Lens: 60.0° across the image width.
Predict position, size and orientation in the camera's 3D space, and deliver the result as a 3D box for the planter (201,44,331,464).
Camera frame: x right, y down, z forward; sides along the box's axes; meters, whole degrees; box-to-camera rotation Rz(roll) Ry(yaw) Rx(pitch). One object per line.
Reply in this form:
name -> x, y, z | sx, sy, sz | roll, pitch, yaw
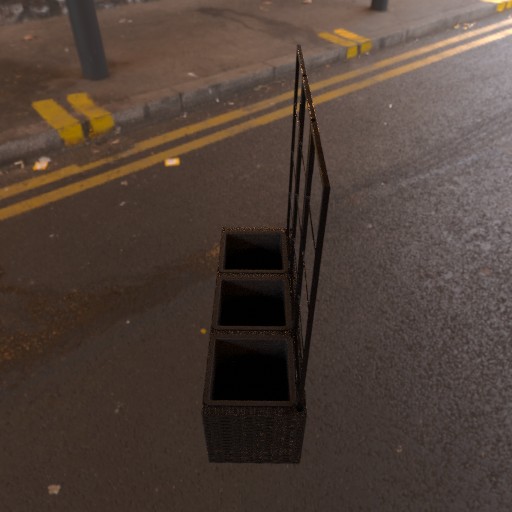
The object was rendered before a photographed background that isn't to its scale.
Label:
planter -> 0.000, 0.000, 1.149 | 0.244, 0.841, 0.698 | 0, 41, 1
